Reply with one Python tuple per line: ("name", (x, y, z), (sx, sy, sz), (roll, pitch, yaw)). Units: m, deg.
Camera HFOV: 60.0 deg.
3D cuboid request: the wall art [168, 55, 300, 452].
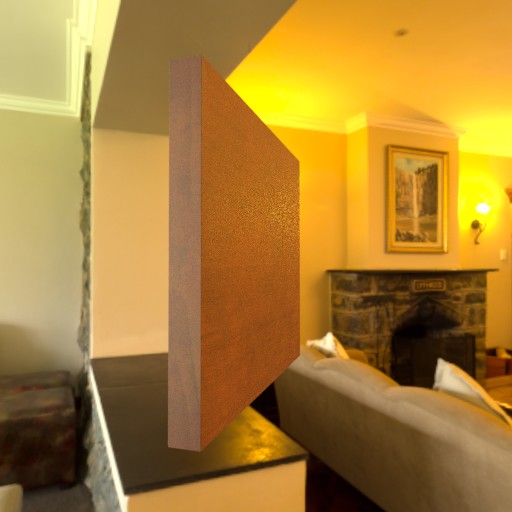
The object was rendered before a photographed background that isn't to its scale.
("wall art", (0.000, 0.000, 0.562), (0.030, 0.328, 0.401), (0, -1, 17))
